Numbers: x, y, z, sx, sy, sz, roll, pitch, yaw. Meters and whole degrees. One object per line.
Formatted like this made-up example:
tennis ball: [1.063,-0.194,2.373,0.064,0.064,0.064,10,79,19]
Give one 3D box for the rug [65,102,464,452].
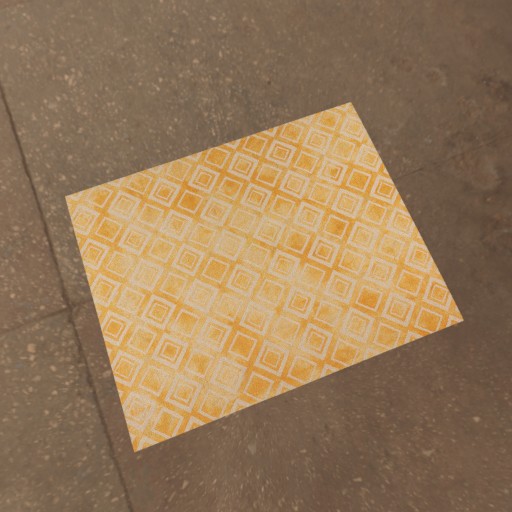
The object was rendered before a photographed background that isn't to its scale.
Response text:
rug: [0.000,0.000,4.108,3.037,0.011,2.433,-20,74,-6]
